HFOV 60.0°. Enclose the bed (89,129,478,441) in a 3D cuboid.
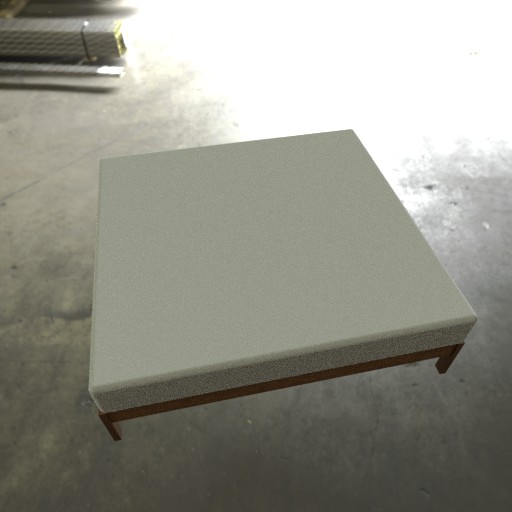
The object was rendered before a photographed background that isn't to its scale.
[{"bbox_3d":[0.000,0.000,3.077,2.049,0.616,1.930,-9,48,-8],"label":"bed"}]
